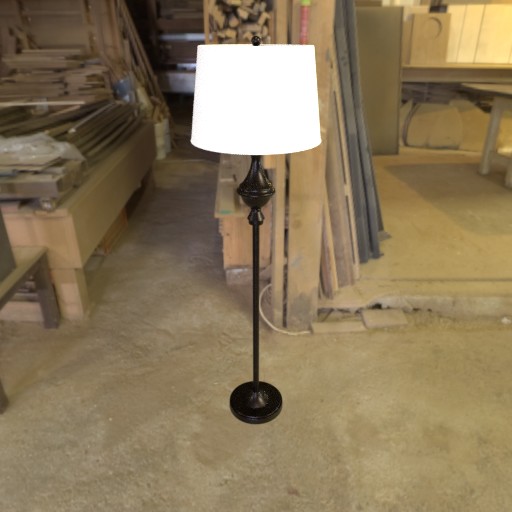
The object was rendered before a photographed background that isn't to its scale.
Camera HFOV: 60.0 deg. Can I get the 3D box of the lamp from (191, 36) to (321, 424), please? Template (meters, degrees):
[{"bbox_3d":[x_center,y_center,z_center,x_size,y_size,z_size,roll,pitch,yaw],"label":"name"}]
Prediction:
[{"bbox_3d":[0.000,0.000,1.668,0.431,1.484,0.431,0,26,0],"label":"lamp"}]
